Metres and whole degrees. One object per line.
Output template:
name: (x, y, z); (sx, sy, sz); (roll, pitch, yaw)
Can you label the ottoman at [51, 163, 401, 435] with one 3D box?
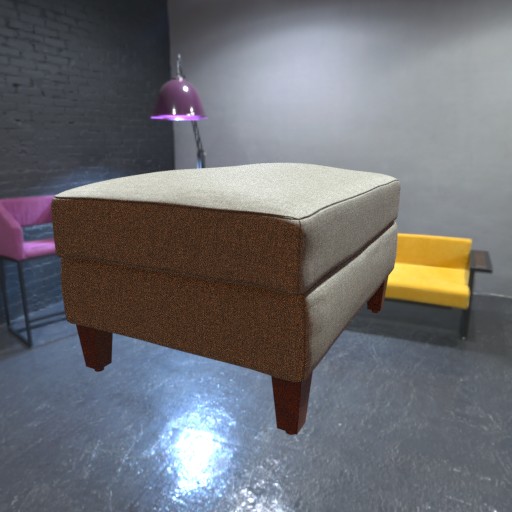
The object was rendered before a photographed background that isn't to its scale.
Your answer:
ottoman: (0.000, 0.000, 1.241); (0.639, 0.494, 0.873); (7, 16, 27)
